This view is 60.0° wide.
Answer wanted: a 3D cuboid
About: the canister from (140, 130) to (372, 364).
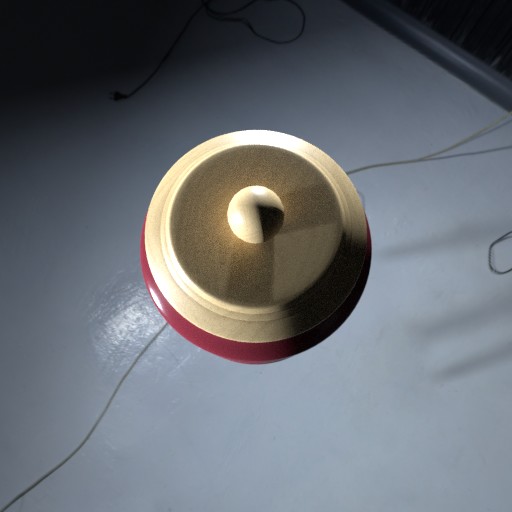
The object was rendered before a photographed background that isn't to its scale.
[{"bbox_3d":[0.000,0.000,0.277,0.130,0.176,0.130,0,75,0],"label":"canister"}]
